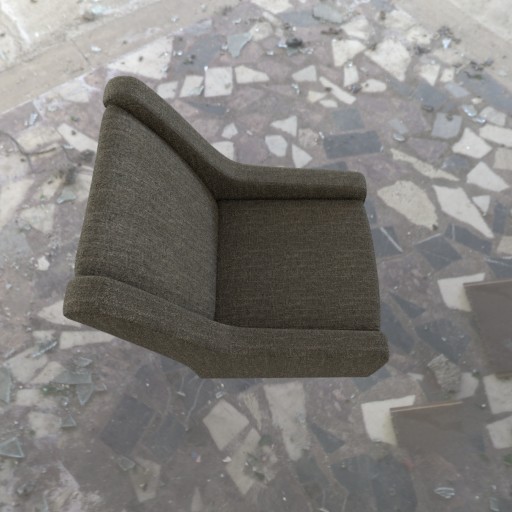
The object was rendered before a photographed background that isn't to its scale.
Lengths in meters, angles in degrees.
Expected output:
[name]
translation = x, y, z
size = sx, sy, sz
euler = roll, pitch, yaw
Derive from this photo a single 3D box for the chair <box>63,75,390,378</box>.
[chair]
translation = 0.000, 0.000, 1.662
size = 0.944, 1.012, 0.793
euler = 0, 64, 0
